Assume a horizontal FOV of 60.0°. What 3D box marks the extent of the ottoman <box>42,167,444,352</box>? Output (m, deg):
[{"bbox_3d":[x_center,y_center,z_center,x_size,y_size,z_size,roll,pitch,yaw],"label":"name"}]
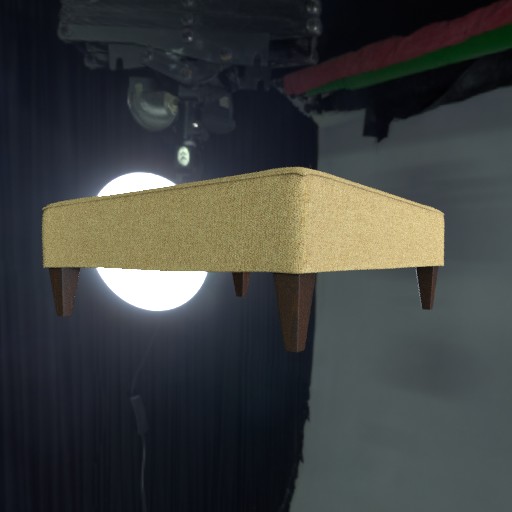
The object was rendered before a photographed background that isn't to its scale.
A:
[{"bbox_3d":[0.000,0.000,1.484,0.970,0.378,0.981,0,0,37],"label":"ottoman"}]
